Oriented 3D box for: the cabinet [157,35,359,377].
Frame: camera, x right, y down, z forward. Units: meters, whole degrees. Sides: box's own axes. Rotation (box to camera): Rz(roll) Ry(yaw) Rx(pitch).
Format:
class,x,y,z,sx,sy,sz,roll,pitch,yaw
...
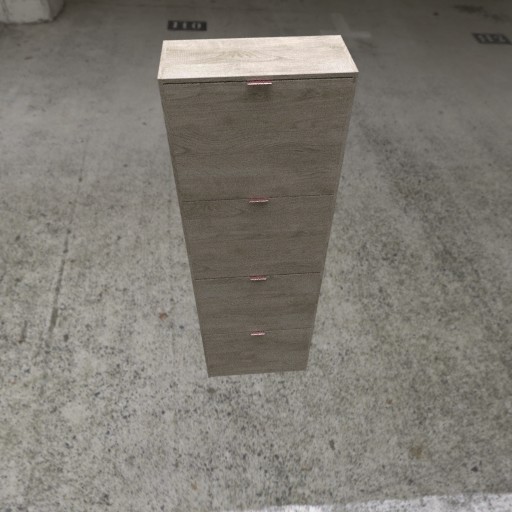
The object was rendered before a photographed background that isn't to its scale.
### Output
class,x,y,z,sx,sy,sz,roll,pitch,yaw
cabinet,0.000,0.000,1.818,0.520,1.630,0.250,-3,48,-3
